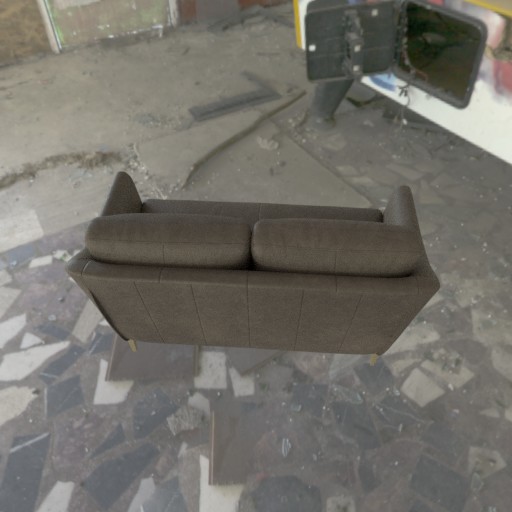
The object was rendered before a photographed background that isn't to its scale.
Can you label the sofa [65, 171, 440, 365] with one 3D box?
[{"bbox_3d":[0.000,0.000,2.225,1.619,0.902,0.960,3,46,3],"label":"sofa"}]
